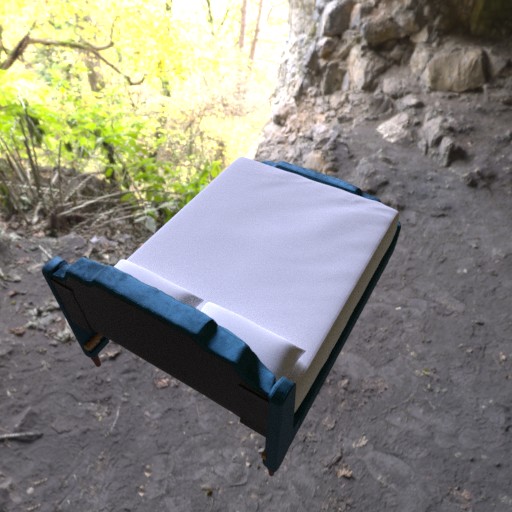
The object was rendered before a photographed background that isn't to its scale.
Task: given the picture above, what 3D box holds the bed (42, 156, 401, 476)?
[{"bbox_3d":[0.000,0.000,3.407,1.678,1.338,2.322,24,51,21],"label":"bed"}]
